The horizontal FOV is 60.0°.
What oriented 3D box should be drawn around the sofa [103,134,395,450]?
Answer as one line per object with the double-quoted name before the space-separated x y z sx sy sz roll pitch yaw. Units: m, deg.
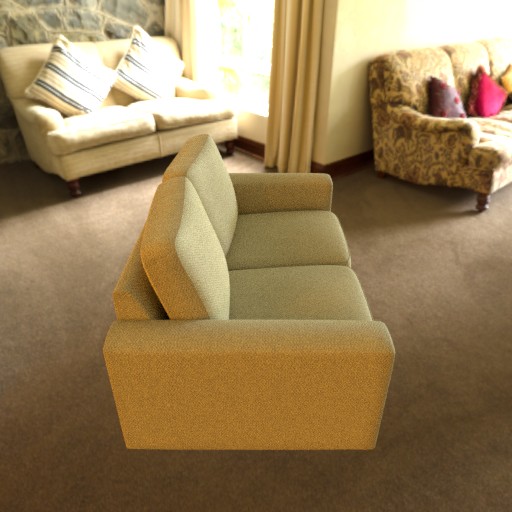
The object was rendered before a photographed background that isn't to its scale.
"sofa" 0.000 0.000 2.208 1.016 0.873 1.616 0 32 0
